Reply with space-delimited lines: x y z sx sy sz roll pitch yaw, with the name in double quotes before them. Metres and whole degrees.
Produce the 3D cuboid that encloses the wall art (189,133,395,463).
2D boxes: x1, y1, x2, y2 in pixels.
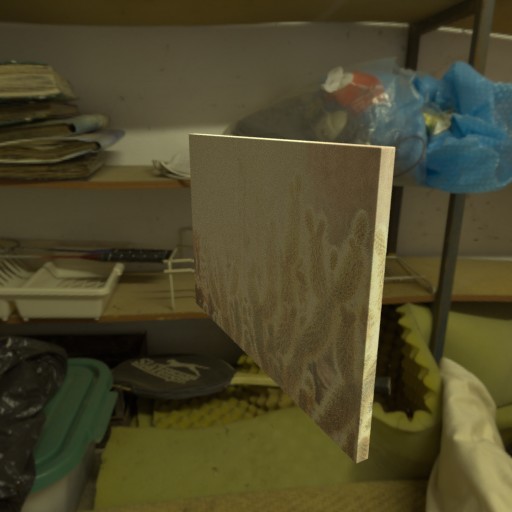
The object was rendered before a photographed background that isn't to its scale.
"wall art" 0.000 0.000 1.474 0.041 0.758 1.142 -9 19 -26
